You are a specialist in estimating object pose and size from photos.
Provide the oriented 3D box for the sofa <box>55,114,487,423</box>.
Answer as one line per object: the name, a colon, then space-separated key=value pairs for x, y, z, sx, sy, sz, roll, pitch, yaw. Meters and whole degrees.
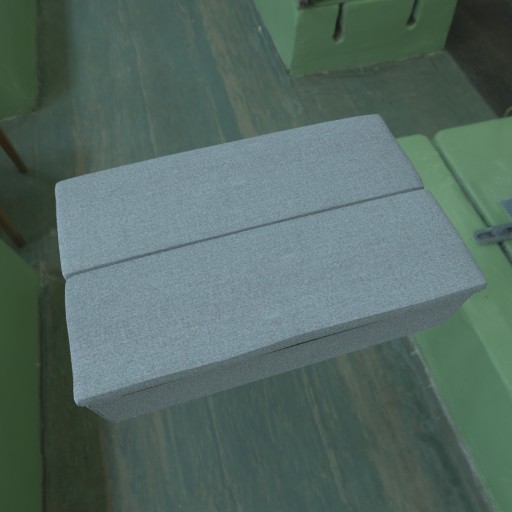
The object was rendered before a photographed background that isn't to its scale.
sofa: x=0.000 y=0.000 z=1.602 sx=1.250 sy=0.434 sz=0.817 roll=-14 pitch=60 yaw=-9
